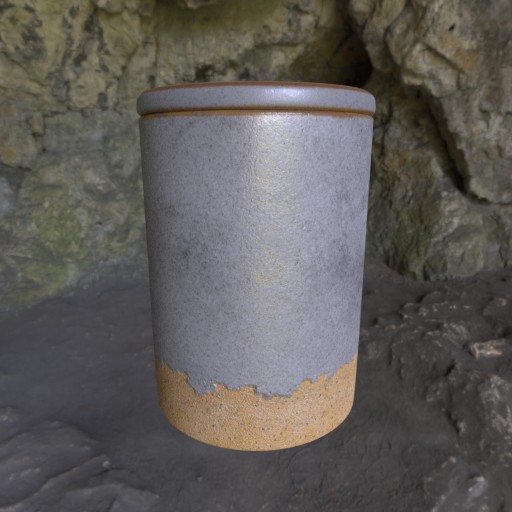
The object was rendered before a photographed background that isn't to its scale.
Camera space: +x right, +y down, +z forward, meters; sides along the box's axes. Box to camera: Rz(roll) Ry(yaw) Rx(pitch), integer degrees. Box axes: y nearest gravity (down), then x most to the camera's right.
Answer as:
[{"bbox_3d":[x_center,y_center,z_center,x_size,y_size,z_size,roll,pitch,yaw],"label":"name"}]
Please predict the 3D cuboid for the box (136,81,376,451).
[{"bbox_3d":[0.000,0.000,0.245,0.118,0.168,0.118,0,14,0],"label":"box"}]
